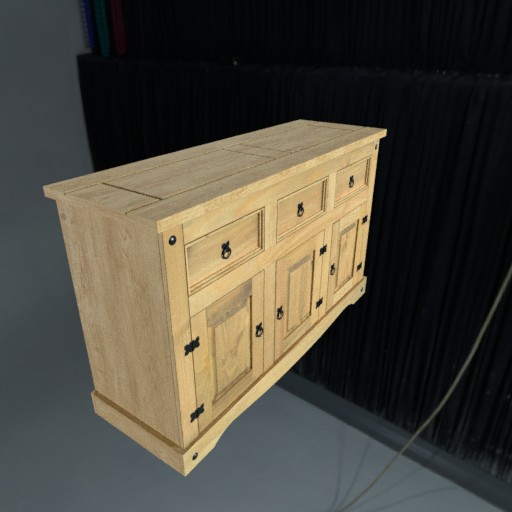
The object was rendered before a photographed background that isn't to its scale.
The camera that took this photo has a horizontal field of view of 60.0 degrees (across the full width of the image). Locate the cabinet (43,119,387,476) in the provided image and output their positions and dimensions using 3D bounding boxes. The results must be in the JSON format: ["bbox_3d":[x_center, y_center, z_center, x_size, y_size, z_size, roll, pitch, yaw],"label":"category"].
[{"bbox_3d":[0.000,0.000,1.713,0.432,0.810,1.321,18,31,32],"label":"cabinet"}]
